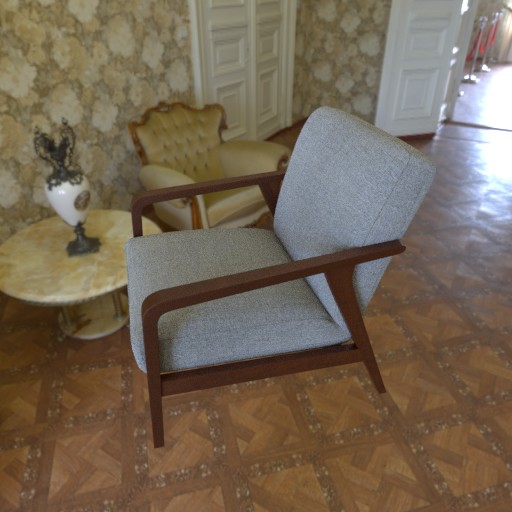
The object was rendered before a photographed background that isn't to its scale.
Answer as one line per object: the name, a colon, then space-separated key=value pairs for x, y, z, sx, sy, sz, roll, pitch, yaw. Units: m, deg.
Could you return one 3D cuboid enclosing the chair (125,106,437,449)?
chair: x=0.000 y=0.000 z=1.495 sx=0.858 sy=0.847 sz=0.704 roll=-8 pitch=32 yaw=-14
